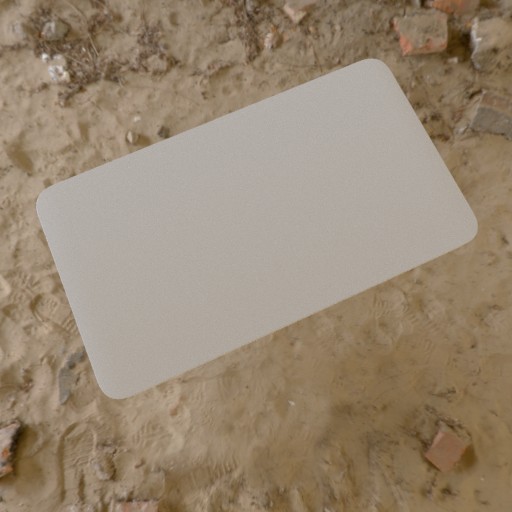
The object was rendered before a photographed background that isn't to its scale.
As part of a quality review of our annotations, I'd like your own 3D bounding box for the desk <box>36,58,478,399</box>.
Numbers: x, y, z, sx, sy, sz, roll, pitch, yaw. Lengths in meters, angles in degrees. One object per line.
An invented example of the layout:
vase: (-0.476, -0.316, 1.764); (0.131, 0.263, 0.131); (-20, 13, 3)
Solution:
desk: (0.000, 0.000, 1.249); (0.790, 0.760, 0.446); (-24, 78, -5)
